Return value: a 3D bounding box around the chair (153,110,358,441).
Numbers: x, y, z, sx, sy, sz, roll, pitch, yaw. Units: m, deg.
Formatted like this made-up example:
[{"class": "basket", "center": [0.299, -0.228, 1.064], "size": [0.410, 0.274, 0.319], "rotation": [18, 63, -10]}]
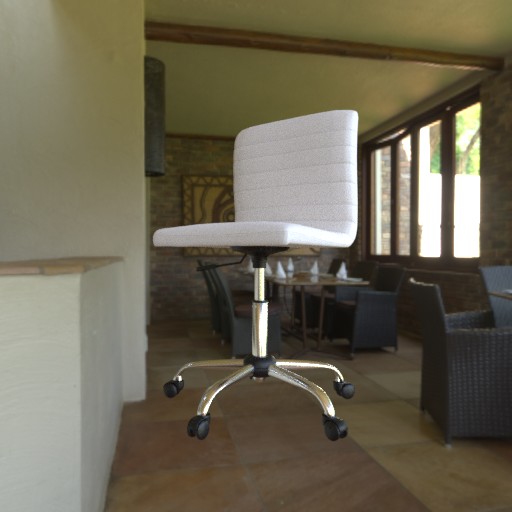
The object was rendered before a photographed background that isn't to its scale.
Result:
[{"class": "chair", "center": [0.000, 0.000, 1.082], "size": [0.520, 0.750, 0.455], "rotation": [1, 1, 36]}]
